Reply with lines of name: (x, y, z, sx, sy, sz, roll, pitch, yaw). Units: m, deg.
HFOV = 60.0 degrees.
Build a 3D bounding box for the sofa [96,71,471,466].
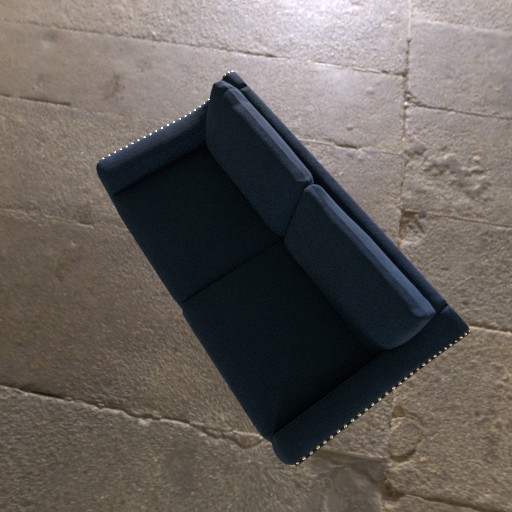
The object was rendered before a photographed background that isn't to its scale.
sofa: (0.000, 0.000, 2.677, 1.104, 0.983, 2.107, -32, 69, -14)
